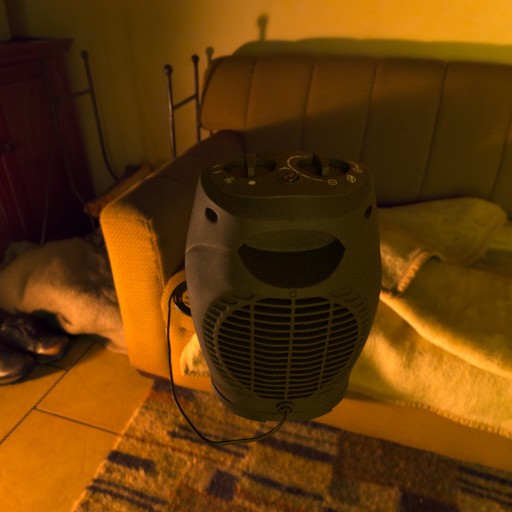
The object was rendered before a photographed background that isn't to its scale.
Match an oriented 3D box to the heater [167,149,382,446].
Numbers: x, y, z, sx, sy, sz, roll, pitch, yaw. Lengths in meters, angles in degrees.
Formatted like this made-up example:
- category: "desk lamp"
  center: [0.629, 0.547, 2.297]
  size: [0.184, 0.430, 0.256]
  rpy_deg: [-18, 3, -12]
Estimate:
- category: "heater"
  center: [0.000, 0.000, 0.486]
  size: [0.239, 0.255, 0.291]
  rpy_deg: [-1, 31, -2]
